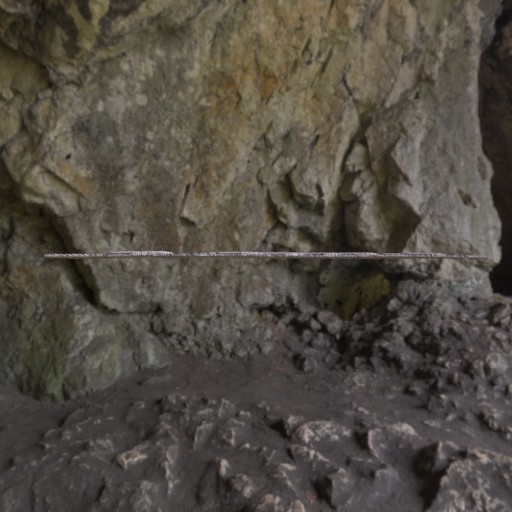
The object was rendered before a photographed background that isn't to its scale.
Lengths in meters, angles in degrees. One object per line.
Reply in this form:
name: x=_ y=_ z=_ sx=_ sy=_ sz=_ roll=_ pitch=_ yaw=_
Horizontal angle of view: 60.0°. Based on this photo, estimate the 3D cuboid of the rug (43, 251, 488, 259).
rug: x=0.000 y=0.000 z=2.891 sx=2.333 sy=0.033 sz=1.513 roll=0 pitch=0 yaw=-18
